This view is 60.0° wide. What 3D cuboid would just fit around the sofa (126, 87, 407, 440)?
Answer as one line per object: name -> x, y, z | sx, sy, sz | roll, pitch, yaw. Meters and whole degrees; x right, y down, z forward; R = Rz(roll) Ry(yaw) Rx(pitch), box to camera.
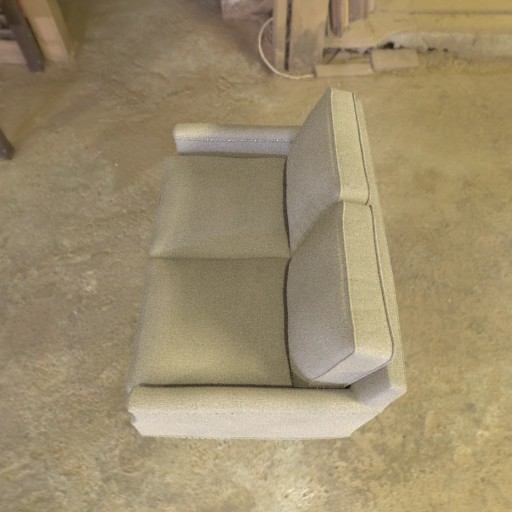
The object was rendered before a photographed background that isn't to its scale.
sofa -> 0.000, 0.000, 2.198 | 1.084, 1.003, 1.597 | 1, 58, 1
